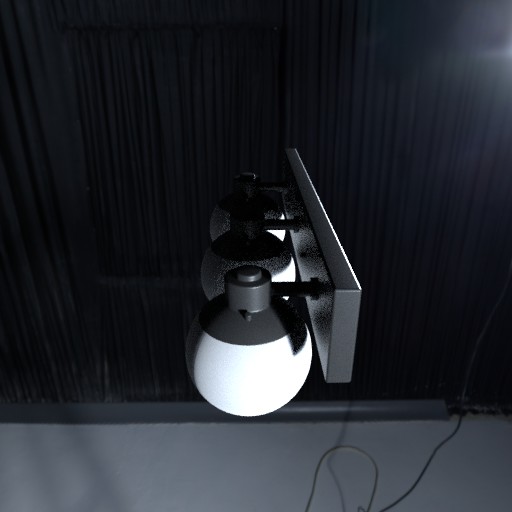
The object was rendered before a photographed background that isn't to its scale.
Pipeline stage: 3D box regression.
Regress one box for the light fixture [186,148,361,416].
[{"bbox_3d":[0.000,0.000,0.866,0.218,0.263,0.721,-1,26,-1],"label":"light fixture"}]
